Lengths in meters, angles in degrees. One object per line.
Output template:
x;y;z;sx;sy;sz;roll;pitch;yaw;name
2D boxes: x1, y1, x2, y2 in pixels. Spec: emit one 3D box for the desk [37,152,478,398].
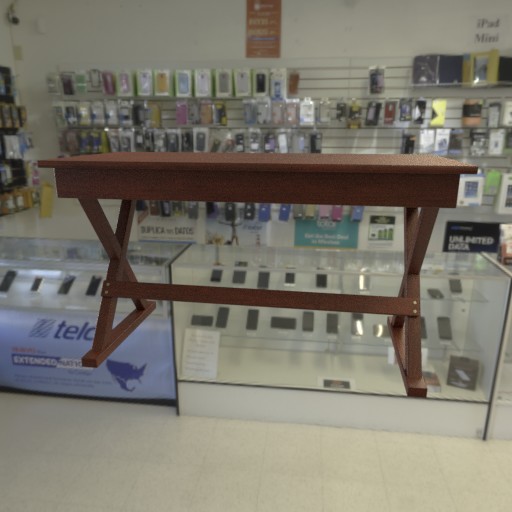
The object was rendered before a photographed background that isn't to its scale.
0.000;0.000;1.746;1.372;0.761;0.600;3;16;9;desk
